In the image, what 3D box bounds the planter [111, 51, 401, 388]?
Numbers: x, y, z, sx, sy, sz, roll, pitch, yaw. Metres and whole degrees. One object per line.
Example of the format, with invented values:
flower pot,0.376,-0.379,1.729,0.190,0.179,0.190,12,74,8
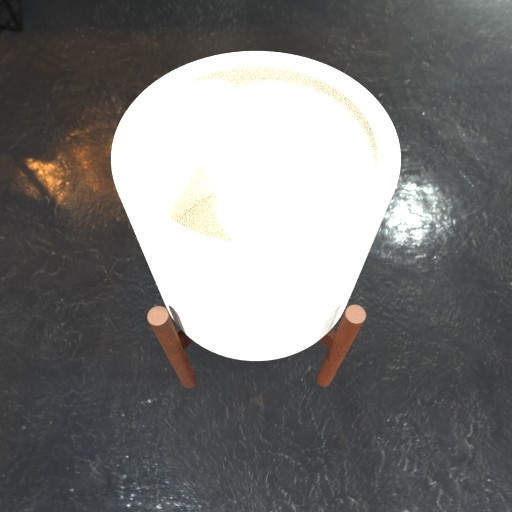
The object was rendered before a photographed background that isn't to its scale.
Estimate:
planter,0.000,0.000,0.497,0.224,0.358,0.224,-1,59,0
